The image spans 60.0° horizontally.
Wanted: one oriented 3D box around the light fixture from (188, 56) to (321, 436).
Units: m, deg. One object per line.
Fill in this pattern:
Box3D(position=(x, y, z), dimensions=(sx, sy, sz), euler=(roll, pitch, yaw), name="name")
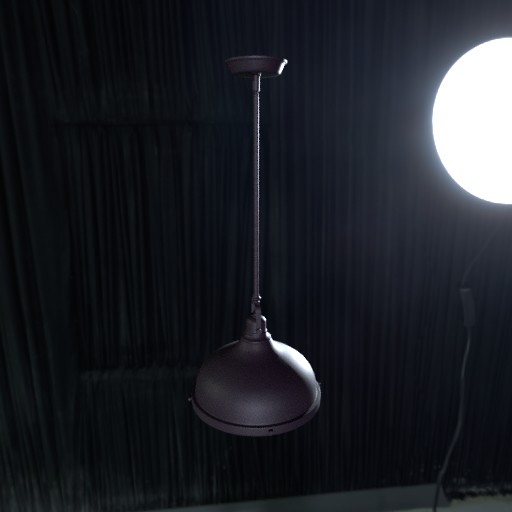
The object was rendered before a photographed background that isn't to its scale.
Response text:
Box3D(position=(0.000, 0.000, 1.042), dimensions=(0.341, 0.849, 0.341), euler=(-3, 15, -11), name="light fixture")
